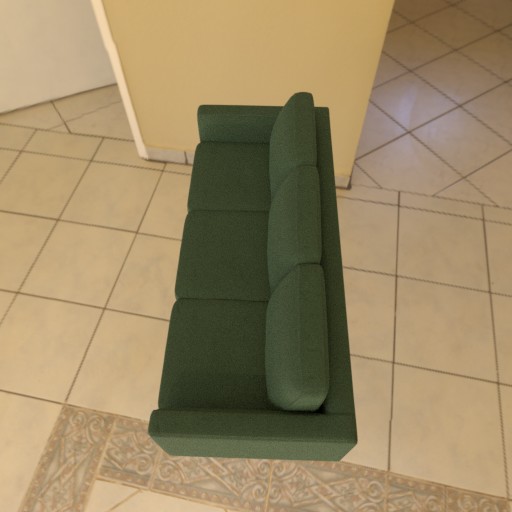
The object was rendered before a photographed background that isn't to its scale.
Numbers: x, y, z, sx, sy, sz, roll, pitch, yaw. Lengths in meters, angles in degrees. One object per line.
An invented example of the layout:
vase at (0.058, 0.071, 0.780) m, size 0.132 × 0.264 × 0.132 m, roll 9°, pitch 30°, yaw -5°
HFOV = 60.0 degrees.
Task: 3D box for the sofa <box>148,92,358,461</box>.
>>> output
sofa at (0.000, 0.000, 2.499) m, size 0.879 × 0.899 × 2.029 m, roll 2°, pitch 57°, yaw 1°
